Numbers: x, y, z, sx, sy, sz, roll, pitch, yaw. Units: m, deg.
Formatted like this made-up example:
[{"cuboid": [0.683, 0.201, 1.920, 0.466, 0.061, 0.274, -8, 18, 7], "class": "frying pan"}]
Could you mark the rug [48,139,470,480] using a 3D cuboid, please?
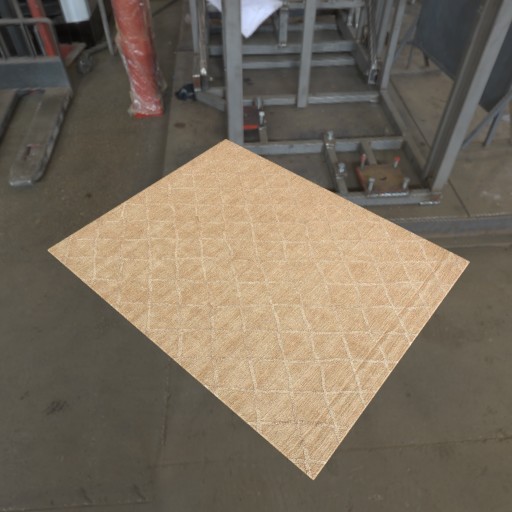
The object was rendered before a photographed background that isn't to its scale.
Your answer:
[{"cuboid": [0.000, 0.000, 4.075, 3.039, 0.019, 2.420, 32, 55, 26], "class": "rug"}]
